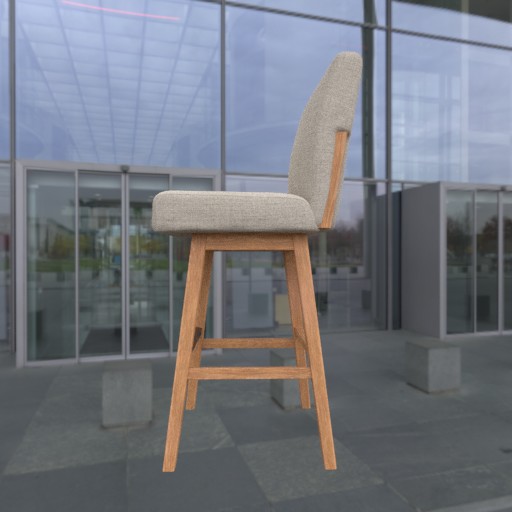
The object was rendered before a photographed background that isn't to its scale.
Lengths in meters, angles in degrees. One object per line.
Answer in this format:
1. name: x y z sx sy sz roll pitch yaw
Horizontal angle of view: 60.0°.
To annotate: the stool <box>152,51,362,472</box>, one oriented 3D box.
1. stool: 0.000 0.000 1.380 0.569 1.106 0.483 0 0 -2
